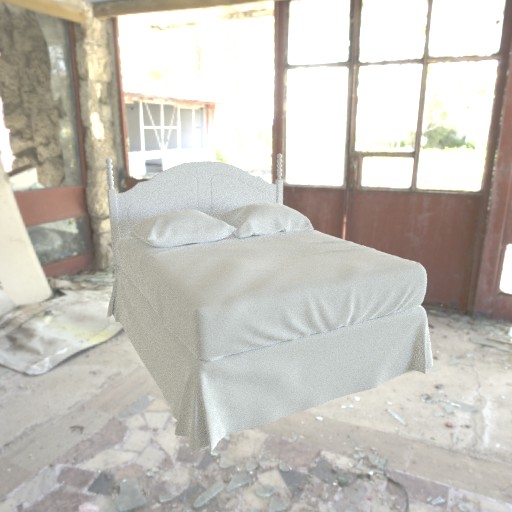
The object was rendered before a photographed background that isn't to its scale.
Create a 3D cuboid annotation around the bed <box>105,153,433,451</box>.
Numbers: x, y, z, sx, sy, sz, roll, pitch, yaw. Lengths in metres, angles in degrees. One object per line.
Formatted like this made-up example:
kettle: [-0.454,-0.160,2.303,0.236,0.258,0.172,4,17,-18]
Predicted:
bed: [0.000,0.000,3.250,1.873,1.356,2.040,-8,18,-27]
